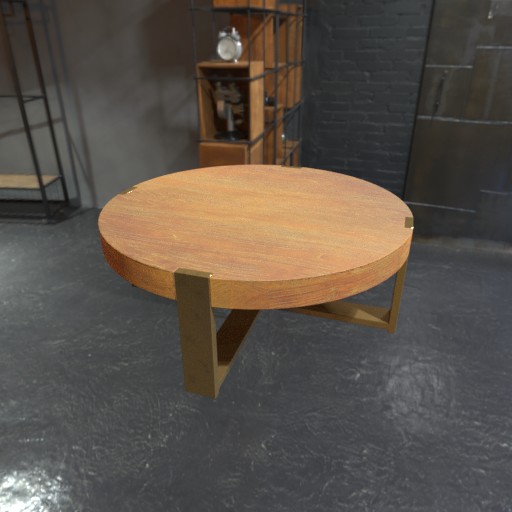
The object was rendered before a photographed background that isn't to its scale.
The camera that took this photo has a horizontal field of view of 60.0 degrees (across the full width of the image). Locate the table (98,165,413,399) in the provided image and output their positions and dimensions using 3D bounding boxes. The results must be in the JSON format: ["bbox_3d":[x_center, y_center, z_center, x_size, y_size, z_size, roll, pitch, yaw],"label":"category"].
[{"bbox_3d":[0.000,0.000,1.720,1.100,0.420,1.100,0,27,0],"label":"table"}]
